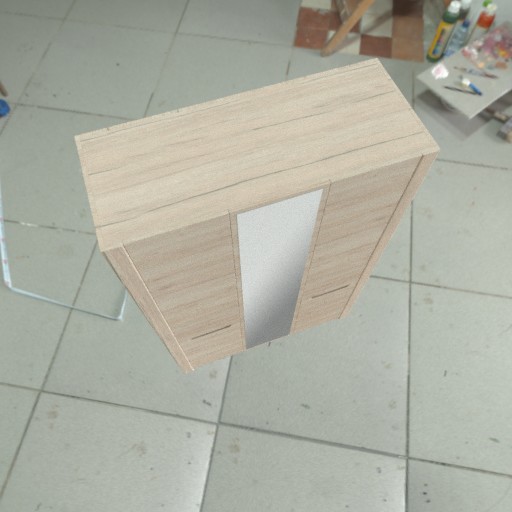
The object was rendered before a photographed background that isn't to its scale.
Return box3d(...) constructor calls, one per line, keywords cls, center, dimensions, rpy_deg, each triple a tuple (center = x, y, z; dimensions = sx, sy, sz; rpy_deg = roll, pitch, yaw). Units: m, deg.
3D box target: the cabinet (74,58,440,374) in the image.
box3d(cls="cabinet", center=(0.000, 0.000, 2.751), dimensions=(1.400, 2.070, 0.580), rpy_deg=(-18, 65, -9))
